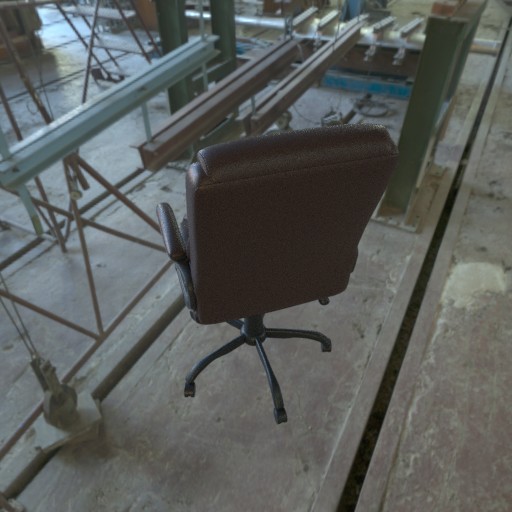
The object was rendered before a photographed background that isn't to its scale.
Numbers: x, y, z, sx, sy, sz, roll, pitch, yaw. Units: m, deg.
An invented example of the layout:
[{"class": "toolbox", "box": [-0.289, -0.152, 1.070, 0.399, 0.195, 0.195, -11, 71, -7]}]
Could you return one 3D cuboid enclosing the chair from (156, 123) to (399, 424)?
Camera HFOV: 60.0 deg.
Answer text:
[{"class": "chair", "box": [0.000, 0.000, 1.441, 0.615, 1.072, 0.655, -12, 41, -14]}]
